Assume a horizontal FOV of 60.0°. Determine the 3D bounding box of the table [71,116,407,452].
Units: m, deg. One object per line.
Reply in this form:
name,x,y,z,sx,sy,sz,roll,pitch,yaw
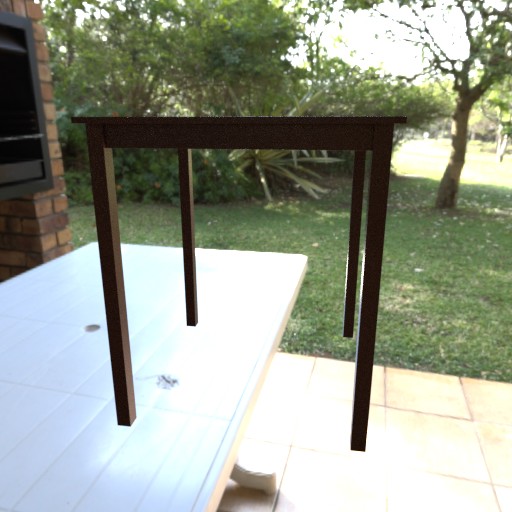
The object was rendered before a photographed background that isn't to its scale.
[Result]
table,0.000,0.000,1.664,0.861,0.991,0.861,3,17,9
